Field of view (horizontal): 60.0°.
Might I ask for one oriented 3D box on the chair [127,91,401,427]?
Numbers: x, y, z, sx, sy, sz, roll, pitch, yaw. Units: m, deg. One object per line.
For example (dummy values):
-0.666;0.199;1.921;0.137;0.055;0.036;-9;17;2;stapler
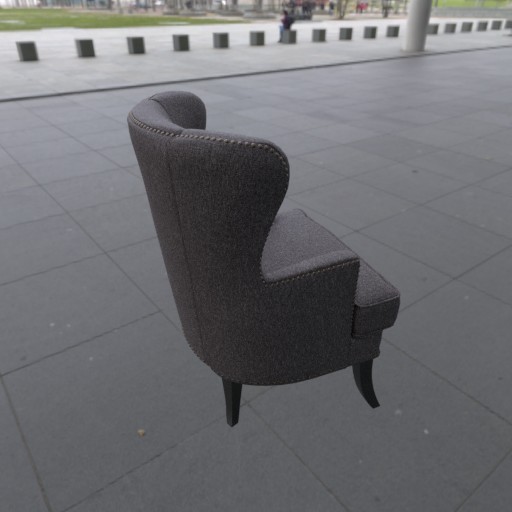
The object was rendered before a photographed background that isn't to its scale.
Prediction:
0.000;0.000;1.595;0.758;1.060;0.759;-12;32;-19;chair
